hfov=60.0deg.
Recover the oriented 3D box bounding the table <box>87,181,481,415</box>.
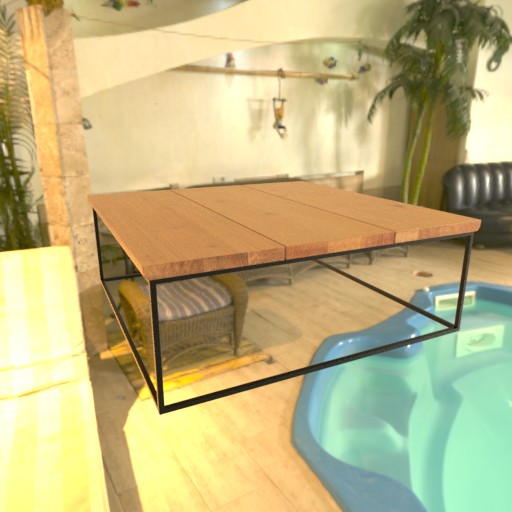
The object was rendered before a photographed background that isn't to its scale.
[{"bbox_3d":[0.000,0.000,1.747,1.100,0.400,1.100,-8,19,-25],"label":"table"}]
